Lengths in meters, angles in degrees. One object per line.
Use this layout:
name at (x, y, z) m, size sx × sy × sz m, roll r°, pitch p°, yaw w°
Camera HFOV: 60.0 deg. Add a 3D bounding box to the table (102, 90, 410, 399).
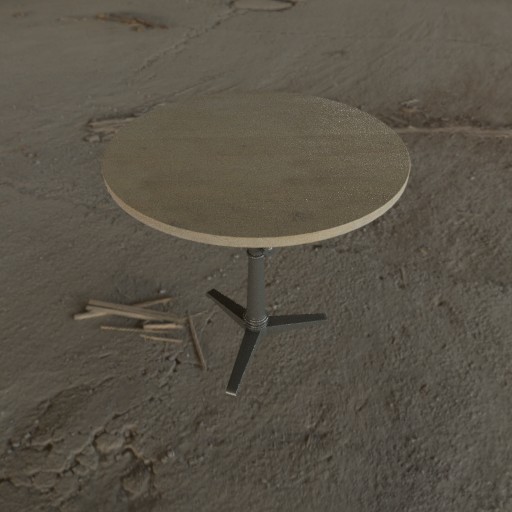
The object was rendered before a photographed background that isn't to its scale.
table at (0.000, 0.000, 1.440) m, size 0.800 × 0.780 × 0.800 m, roll 0°, pitch 41°, yaw 0°
